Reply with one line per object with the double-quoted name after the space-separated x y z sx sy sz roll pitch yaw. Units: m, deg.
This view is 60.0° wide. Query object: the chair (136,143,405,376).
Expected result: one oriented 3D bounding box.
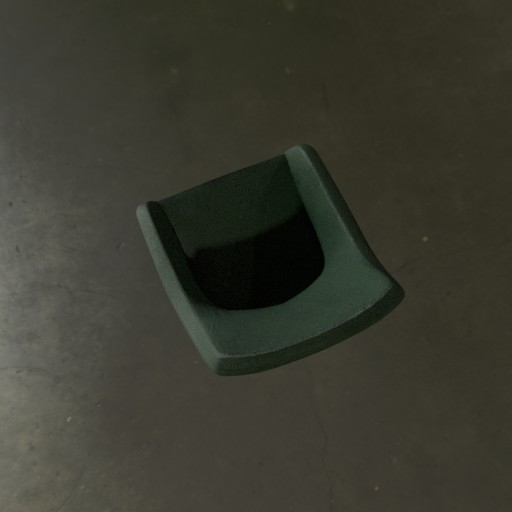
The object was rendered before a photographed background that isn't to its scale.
0.000 0.000 1.618 0.683 1.081 0.794 -22 76 -6 "chair"
